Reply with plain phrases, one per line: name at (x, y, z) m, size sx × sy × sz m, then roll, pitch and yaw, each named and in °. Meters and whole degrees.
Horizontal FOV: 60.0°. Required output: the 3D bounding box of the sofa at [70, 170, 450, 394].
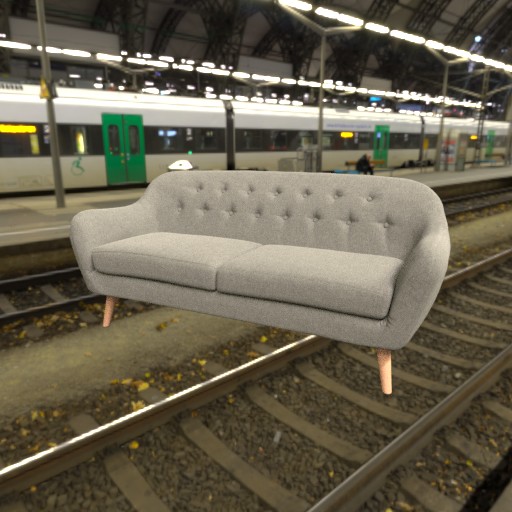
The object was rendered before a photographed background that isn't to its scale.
sofa at (0.000, 0.000, 2.298) m, size 1.840 × 0.820 × 0.820 m, roll 7°, pitch 16°, yaw 26°
